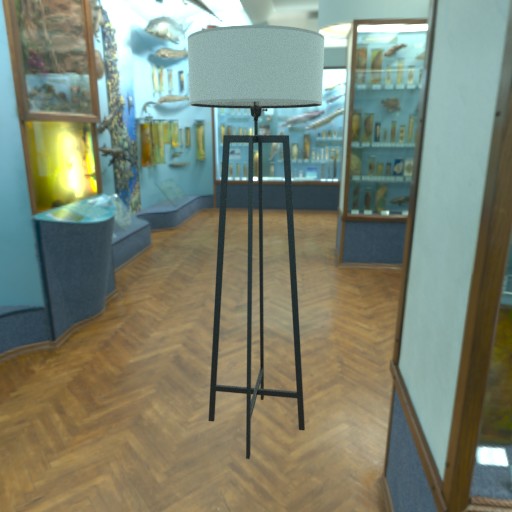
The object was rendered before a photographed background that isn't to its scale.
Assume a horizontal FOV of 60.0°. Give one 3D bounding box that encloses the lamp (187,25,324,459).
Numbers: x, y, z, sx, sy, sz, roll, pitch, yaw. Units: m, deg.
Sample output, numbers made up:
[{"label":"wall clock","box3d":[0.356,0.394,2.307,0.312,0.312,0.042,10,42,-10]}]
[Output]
[{"label":"lamp","box3d":[0.000,0.000,1.700,0.456,1.510,0.457,2,16,8]}]
